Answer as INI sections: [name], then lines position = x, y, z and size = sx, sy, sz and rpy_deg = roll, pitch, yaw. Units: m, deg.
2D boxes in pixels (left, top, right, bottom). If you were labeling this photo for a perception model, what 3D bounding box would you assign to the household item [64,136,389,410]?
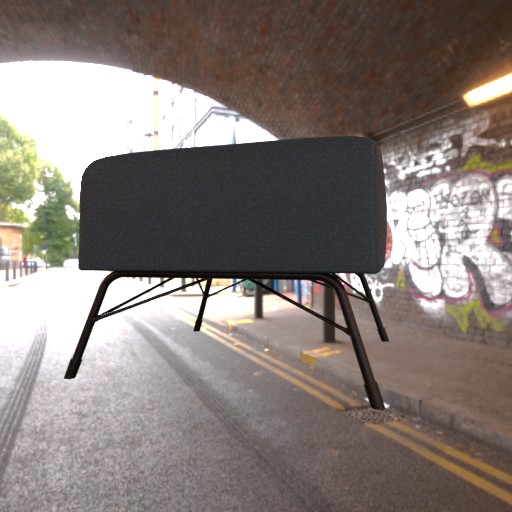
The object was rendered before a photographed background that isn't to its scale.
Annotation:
[household item]
position = 0.000, 0.000, 0.930
size = 0.530, 0.420, 0.530
rpy_deg = 0, 0, 17
